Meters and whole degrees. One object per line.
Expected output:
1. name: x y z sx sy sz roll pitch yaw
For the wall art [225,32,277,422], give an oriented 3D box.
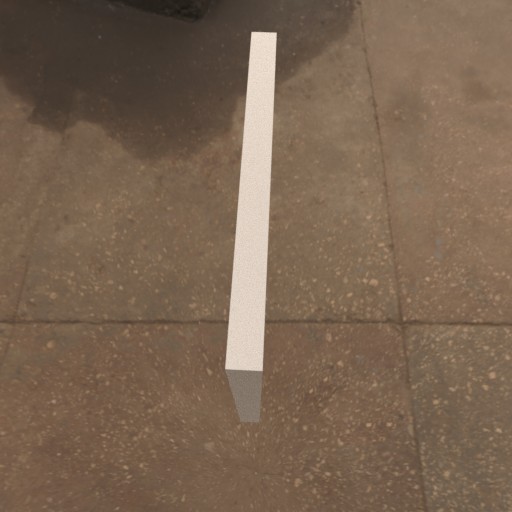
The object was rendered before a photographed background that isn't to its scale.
1. wall art: 0.000 0.000 0.789 0.038 0.508 0.507 2 64 1
